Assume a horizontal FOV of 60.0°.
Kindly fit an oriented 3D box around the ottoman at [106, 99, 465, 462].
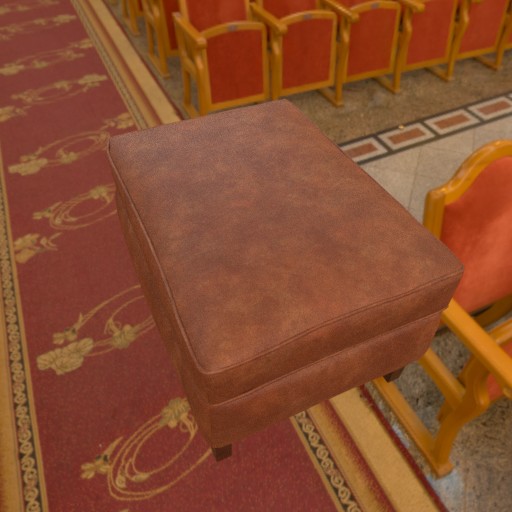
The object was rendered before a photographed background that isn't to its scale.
[{"bbox_3d":[0.000,0.000,0.972,0.501,0.418,0.665,-18,49,-17],"label":"ottoman"}]
